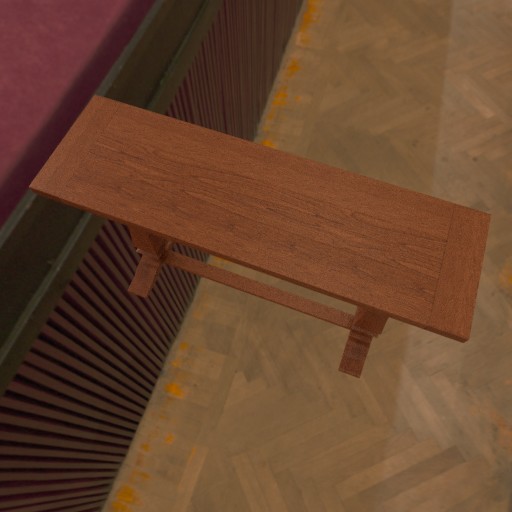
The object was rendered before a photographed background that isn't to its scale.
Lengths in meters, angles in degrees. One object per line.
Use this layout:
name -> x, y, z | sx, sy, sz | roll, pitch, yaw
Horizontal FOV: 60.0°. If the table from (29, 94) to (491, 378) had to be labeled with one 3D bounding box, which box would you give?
table -> 0.000, 0.000, 1.859 | 1.478, 0.852, 0.461 | 19, 66, 9
